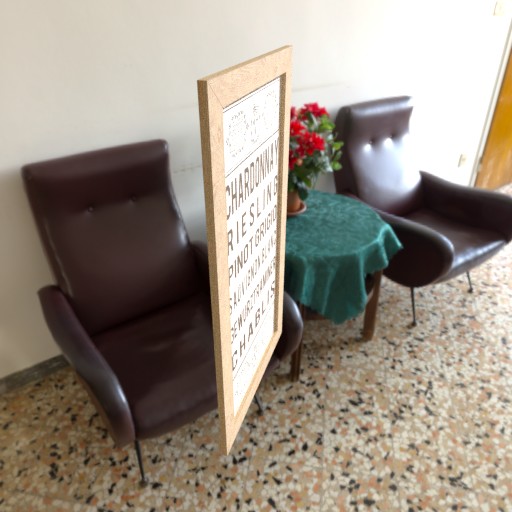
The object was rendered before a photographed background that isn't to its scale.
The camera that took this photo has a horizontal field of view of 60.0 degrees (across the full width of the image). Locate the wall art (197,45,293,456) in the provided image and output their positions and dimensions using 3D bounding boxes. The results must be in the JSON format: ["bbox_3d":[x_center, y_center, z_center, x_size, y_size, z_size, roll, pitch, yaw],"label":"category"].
[{"bbox_3d":[0.000,0.000,0.834,0.013,0.683,0.381,10,33,16],"label":"wall art"}]
